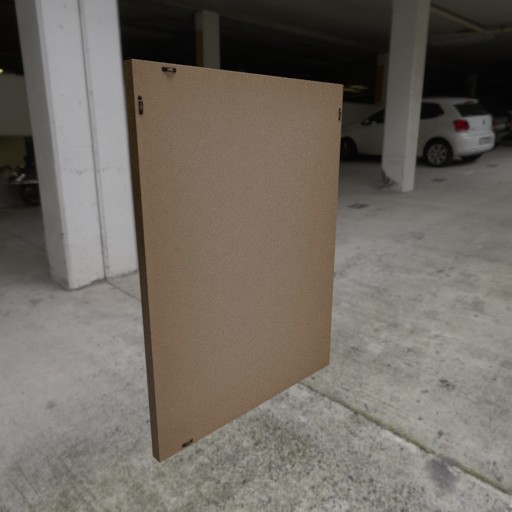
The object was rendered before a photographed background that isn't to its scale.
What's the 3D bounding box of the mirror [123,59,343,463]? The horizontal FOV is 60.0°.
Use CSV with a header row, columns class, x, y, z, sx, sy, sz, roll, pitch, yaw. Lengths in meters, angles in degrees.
class,x,y,z,sx,sy,sz,roll,pitch,yaw
mirror,0.000,0.000,1.337,0.762,1.016,0.041,-15,21,-42
